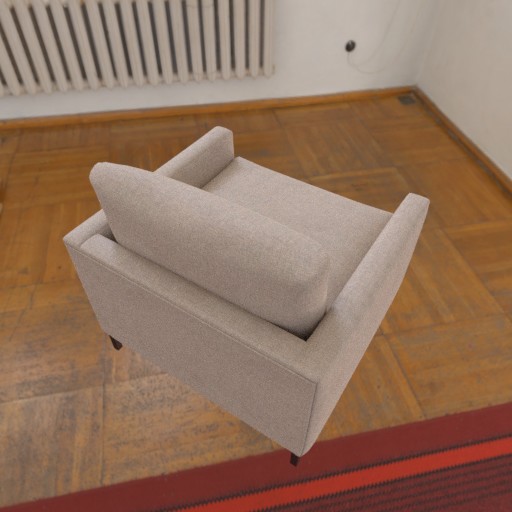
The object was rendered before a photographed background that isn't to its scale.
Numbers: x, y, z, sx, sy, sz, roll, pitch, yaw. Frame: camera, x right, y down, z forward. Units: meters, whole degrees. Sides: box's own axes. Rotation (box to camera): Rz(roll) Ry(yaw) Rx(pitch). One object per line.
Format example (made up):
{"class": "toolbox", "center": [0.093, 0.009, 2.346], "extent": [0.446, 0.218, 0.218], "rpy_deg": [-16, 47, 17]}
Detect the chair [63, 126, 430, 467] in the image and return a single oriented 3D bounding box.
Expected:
{"class": "chair", "center": [0.000, 0.000, 1.624], "extent": [0.963, 0.861, 0.866], "rpy_deg": [25, 51, 22]}
